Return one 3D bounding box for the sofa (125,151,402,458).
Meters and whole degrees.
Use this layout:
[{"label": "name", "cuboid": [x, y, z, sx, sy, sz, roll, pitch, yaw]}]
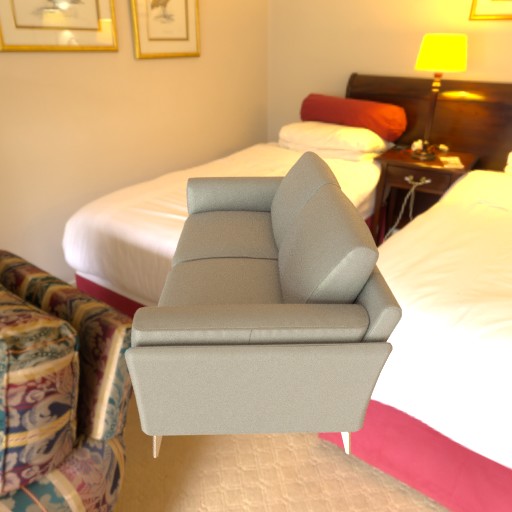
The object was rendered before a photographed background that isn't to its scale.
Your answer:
[{"label": "sofa", "cuboid": [0.000, 0.000, 2.633, 1.049, 0.930, 2.101, -1, 26, -1]}]
